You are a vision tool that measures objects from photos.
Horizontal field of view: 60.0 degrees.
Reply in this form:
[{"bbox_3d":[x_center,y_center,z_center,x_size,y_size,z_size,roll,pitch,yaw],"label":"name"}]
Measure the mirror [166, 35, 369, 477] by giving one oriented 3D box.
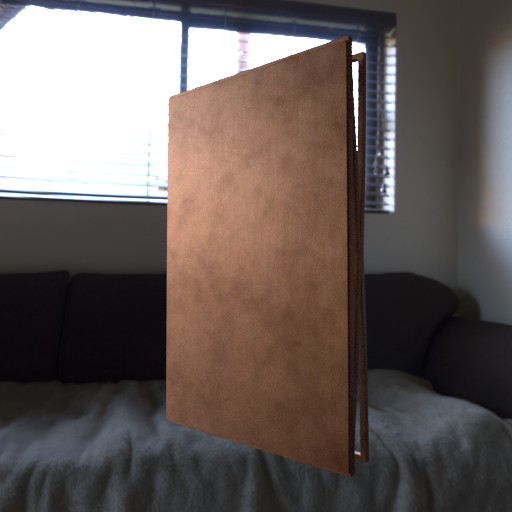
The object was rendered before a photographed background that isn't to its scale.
[{"bbox_3d":[0.000,0.000,0.940,0.468,0.768,0.082,-1,-2,37],"label":"mirror"}]
